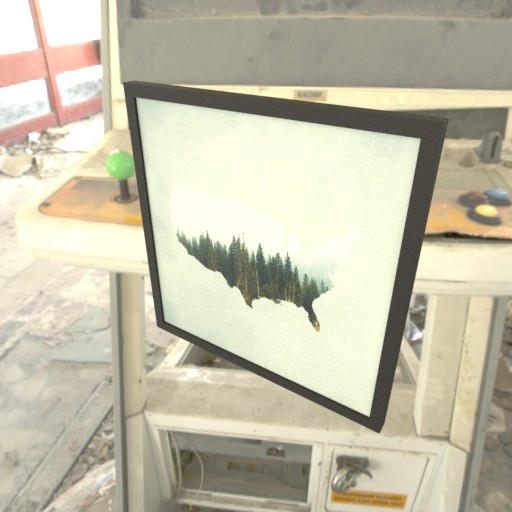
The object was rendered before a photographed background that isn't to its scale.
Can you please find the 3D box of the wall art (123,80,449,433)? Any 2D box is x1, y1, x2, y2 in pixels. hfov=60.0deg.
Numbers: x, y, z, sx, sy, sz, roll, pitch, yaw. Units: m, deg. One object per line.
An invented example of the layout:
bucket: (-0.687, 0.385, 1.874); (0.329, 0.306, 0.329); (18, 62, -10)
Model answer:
wall art: (0.000, 0.000, 1.112); (0.763, 0.763, 0.038); (18, 34, 29)
